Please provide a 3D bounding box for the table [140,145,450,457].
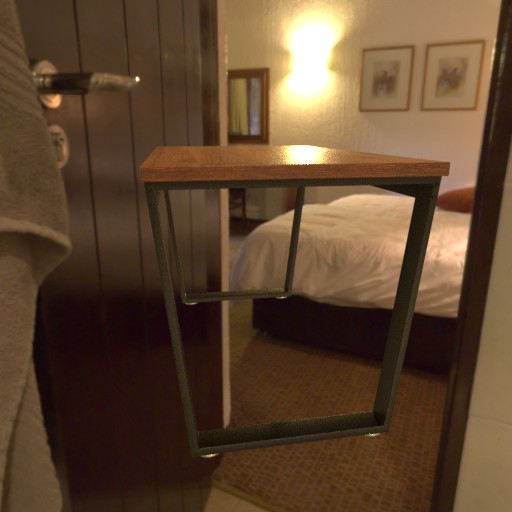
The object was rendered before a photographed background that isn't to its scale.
[{"bbox_3d":[0.000,0.000,1.658,0.714,0.760,1.205,-3,16,-10],"label":"table"}]
